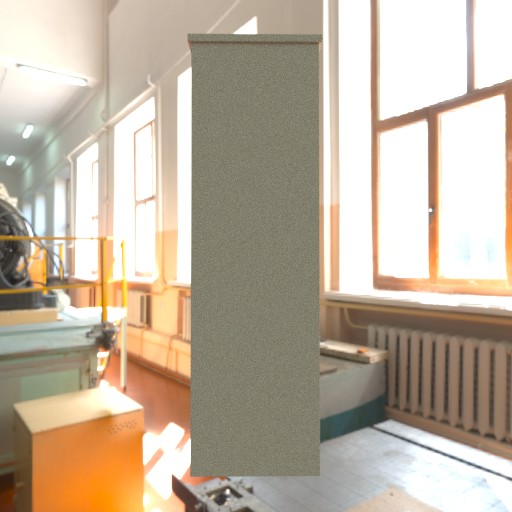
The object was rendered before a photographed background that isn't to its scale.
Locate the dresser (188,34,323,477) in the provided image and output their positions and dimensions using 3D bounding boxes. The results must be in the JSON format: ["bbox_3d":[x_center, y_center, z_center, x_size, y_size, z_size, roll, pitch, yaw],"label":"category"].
[{"bbox_3d":[0.000,0.000,1.605,0.399,1.255,0.704,0,-1,-1],"label":"dresser"}]
